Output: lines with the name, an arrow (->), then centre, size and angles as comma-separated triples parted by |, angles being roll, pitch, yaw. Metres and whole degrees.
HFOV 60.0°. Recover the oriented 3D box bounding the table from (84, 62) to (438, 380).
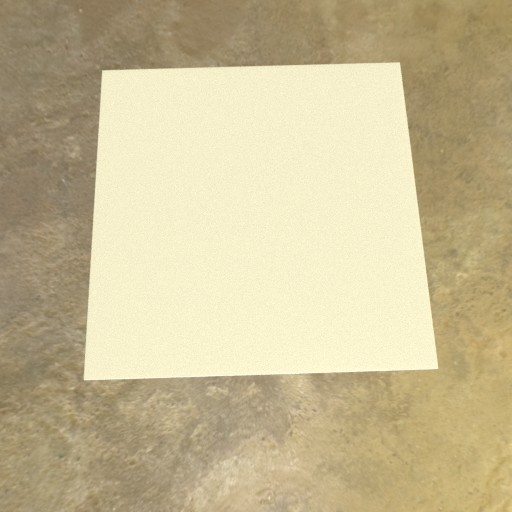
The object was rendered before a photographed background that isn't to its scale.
table -> 0.000, 0.000, 0.754 | 0.381, 0.483, 0.381 | -2, 76, 0
